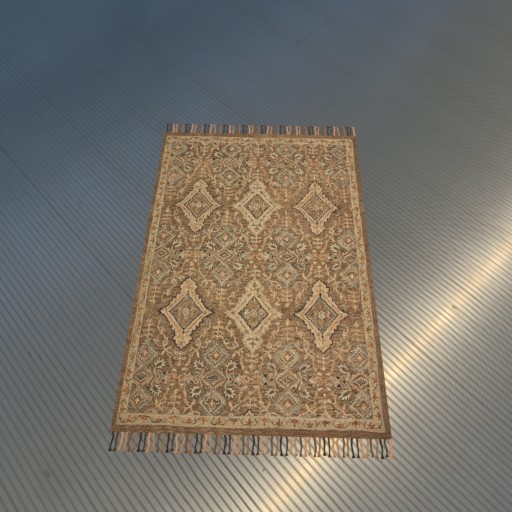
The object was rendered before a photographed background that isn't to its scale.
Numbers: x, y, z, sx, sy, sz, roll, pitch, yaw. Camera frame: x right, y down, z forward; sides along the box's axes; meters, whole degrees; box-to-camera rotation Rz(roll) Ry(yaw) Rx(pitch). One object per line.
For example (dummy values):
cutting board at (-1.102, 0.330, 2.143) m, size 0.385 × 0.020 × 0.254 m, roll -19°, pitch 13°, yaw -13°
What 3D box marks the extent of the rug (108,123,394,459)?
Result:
rug at (0.000, 0.000, 2.948) m, size 1.516 × 0.010 × 2.434 m, roll 1°, pitch 60°, yaw 1°
